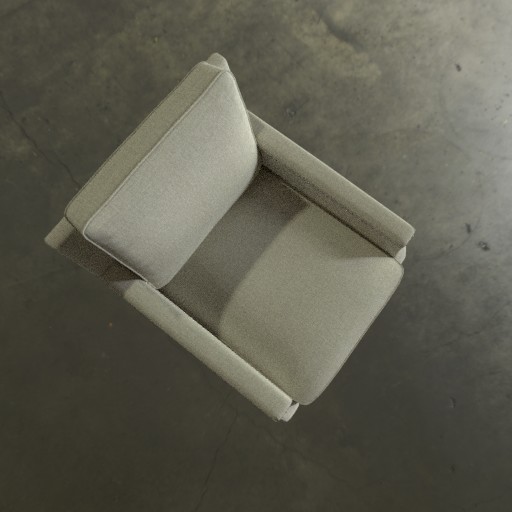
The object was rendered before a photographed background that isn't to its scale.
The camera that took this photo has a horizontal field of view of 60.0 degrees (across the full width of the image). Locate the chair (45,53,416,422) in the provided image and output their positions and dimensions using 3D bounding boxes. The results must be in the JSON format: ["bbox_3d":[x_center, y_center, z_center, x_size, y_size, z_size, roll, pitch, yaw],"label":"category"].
[{"bbox_3d":[0.000,0.000,1.687,1.014,0.943,0.853,37,80,8],"label":"chair"}]
